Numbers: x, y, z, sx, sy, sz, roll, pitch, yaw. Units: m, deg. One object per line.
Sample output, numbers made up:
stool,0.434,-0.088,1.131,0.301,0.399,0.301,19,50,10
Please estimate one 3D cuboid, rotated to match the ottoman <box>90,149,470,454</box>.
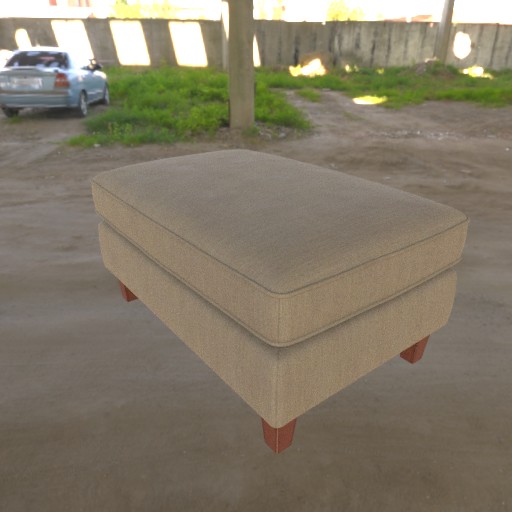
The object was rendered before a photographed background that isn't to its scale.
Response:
ottoman,0.000,0.000,1.298,0.636,0.480,0.941,-18,31,-34
